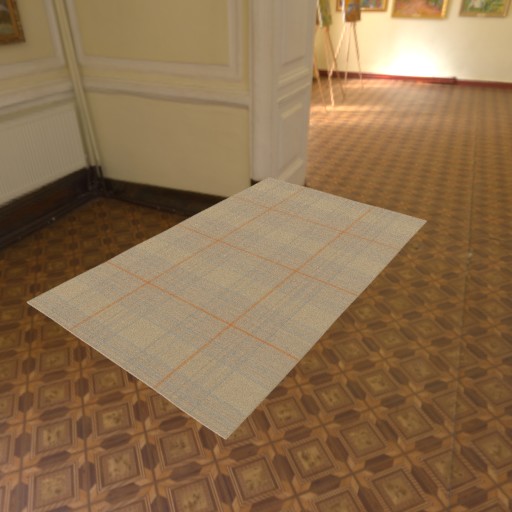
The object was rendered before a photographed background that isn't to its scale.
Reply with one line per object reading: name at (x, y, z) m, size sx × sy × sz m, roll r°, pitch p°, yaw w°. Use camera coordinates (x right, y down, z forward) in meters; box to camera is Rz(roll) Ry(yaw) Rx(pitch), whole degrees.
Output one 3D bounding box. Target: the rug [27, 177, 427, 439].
rug at (0.000, 0.000, 3.036) m, size 1.527 × 0.016 × 2.442 m, roll 22°, pitch 38°, yaw 31°
